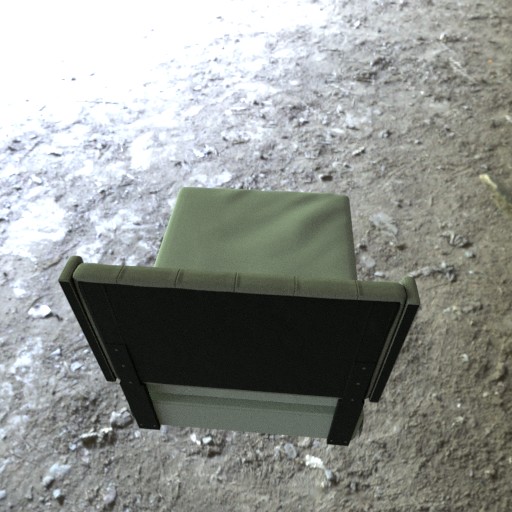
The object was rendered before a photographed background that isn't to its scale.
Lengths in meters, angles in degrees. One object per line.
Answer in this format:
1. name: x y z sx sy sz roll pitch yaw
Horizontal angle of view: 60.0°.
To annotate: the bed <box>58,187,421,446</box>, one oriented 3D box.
1. bed: 0.000 0.000 3.345 1.719 1.665 2.066 3 46 3
